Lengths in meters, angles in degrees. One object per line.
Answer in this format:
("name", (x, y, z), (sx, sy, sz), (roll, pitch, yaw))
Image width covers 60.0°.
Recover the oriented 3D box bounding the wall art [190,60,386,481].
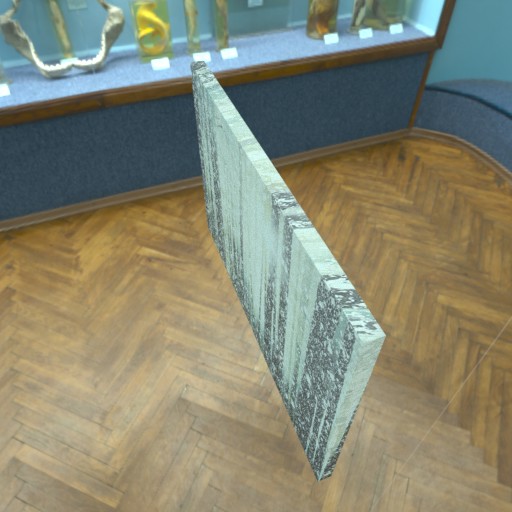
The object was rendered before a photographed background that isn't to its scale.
("wall art", (0.000, 0.000, 1.107), (0.038, 0.598, 0.919), (-15, 49, -14))
